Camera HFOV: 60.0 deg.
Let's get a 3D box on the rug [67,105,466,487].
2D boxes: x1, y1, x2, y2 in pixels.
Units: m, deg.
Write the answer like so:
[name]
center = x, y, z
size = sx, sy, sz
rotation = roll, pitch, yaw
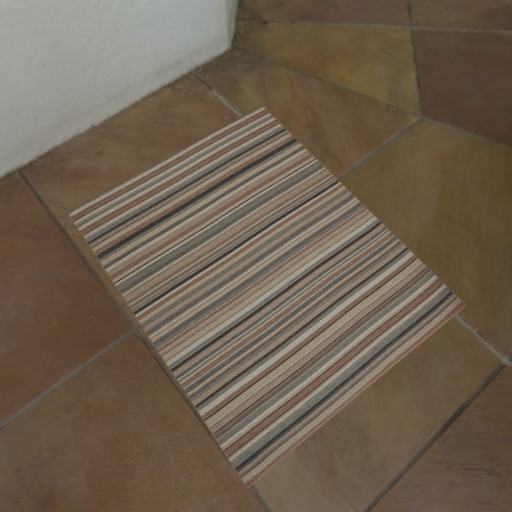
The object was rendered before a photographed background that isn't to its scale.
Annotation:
[rug]
center = 0.000, 0.000, 4.192
size = 2.436, 0.011, 3.045
rotation = -34, 68, -16
